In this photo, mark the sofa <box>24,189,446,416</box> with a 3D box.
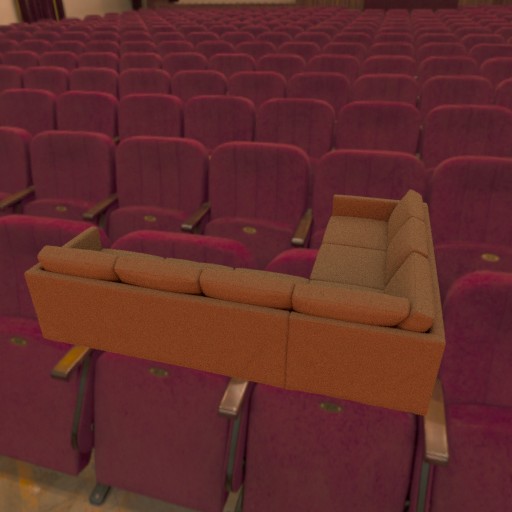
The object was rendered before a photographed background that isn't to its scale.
[{"bbox_3d":[0.000,0.000,4.287,3.182,0.871,2.432,8,30,14],"label":"sofa"}]
